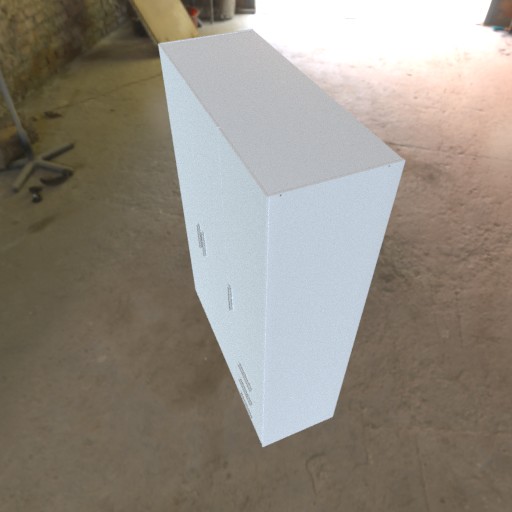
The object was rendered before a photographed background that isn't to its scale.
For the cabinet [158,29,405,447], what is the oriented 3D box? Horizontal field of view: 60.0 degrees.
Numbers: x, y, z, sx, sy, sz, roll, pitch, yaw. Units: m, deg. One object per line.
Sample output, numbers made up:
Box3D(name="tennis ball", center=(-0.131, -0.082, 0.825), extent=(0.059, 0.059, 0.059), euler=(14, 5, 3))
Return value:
Box3D(name="cabinet", center=(0.000, 0.000, 2.471), extent=(0.510, 1.910, 1.290), euler=(-17, 48, -16))
